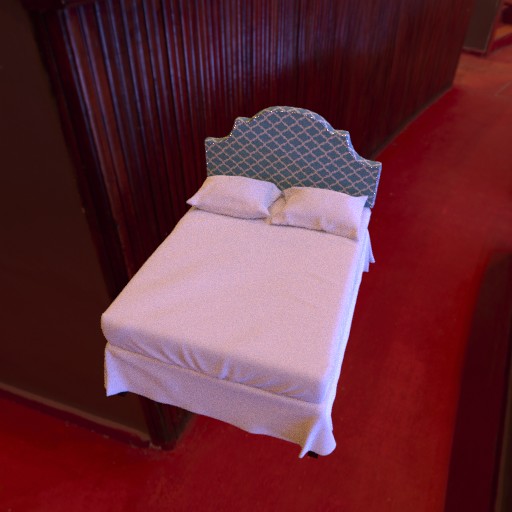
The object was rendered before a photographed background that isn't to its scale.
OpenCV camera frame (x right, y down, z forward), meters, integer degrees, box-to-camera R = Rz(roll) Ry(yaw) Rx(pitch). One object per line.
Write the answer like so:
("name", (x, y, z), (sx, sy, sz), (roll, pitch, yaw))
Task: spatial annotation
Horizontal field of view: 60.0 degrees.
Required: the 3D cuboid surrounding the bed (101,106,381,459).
("bed", (0.000, 0.000, 3.425), (1.780, 1.633, 2.222), (12, 41, 14))
